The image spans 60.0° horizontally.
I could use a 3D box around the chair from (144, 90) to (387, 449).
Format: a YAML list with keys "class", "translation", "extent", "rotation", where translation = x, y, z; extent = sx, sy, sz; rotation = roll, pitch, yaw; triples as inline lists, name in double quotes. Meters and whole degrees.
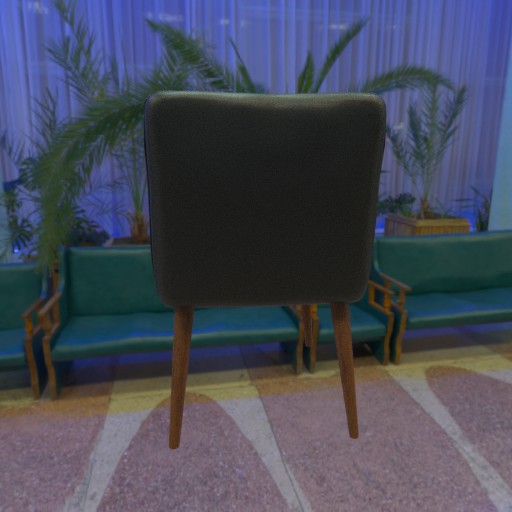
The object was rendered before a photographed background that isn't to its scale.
- class: "chair"
  translation: [0.000, 0.000, 1.233]
  extent: [0.543, 0.801, 0.645]
  rotation: [-2, 14, -9]
